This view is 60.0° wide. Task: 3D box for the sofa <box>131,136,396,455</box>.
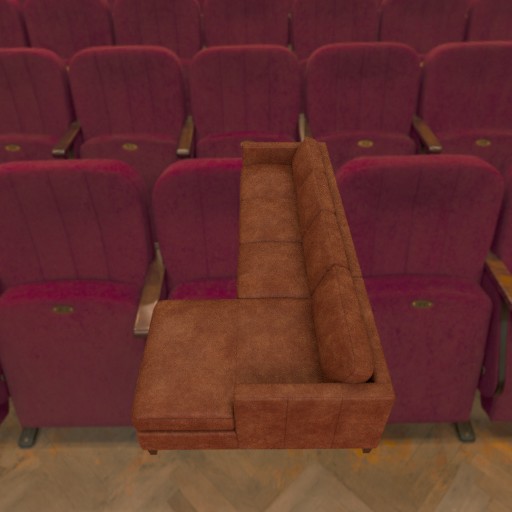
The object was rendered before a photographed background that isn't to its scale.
[{"bbox_3d":[0.000,0.000,3.921,1.581,0.883,3.203,0,41,0],"label":"sofa"}]
